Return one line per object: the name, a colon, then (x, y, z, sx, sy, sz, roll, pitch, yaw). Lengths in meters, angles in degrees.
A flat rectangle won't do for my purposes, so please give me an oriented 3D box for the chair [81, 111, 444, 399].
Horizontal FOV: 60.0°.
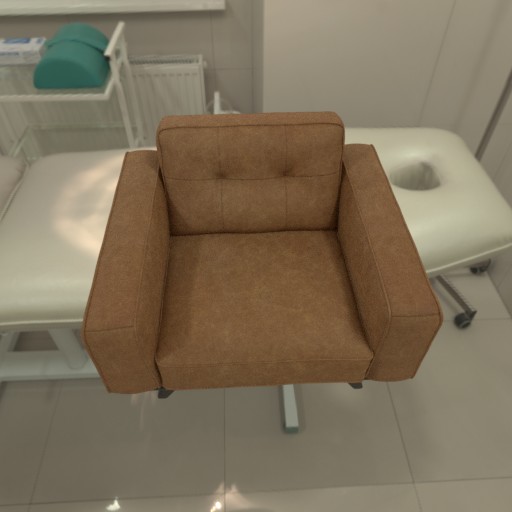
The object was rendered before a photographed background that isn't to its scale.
chair: (0.000, 0.000, 1.740, 1.118, 0.782, 0.952, -2, 47, -2)
